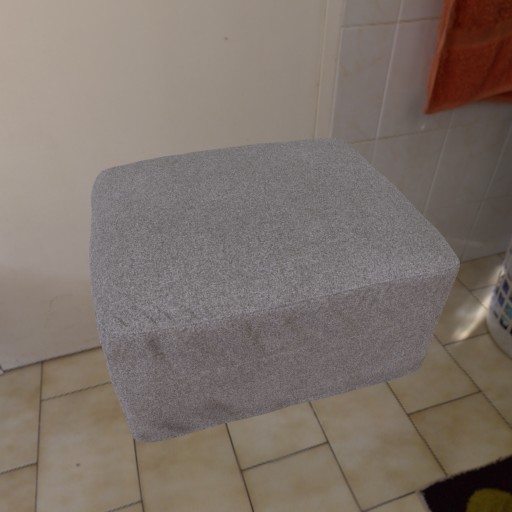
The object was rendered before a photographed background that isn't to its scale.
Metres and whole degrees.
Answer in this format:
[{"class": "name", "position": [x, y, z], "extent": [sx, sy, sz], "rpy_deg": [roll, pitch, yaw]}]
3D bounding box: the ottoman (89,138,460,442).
[{"class": "ottoman", "position": [0.000, 0.000, 1.234], "extent": [0.837, 0.481, 0.683], "rpy_deg": [-10, 41, -12]}]
